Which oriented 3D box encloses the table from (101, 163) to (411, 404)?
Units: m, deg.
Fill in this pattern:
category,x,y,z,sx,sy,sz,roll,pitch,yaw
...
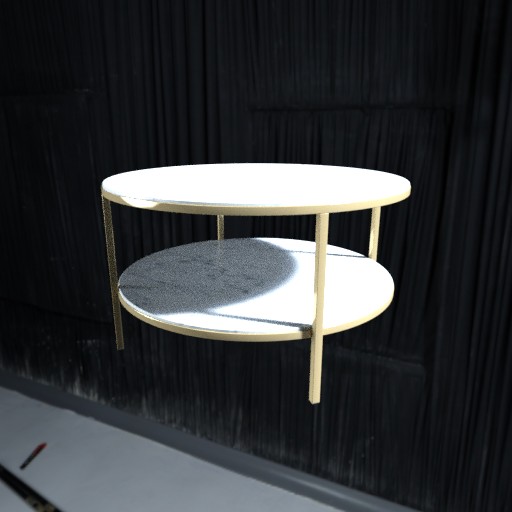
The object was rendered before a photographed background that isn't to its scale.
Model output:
category,x,y,z,sx,sy,sz,roll,pitch,yaw
table,0.000,0.000,1.271,0.800,0.450,0.800,0,17,0
